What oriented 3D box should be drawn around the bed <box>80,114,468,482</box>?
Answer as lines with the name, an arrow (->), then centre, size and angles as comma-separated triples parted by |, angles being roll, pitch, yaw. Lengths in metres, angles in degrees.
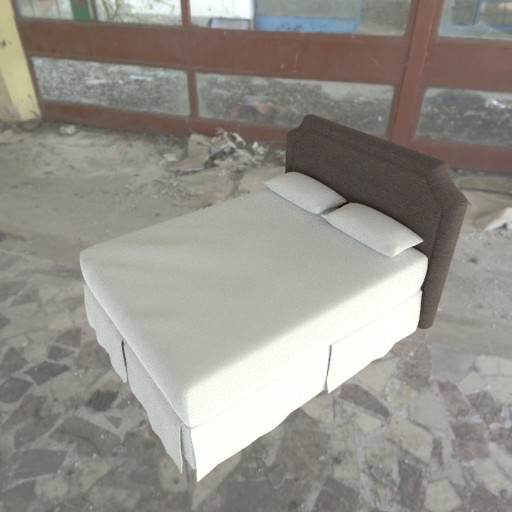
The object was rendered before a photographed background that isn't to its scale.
bed -> 0.000, 0.000, 3.064 | 2.116, 1.290, 1.693 | -23, 41, -30
